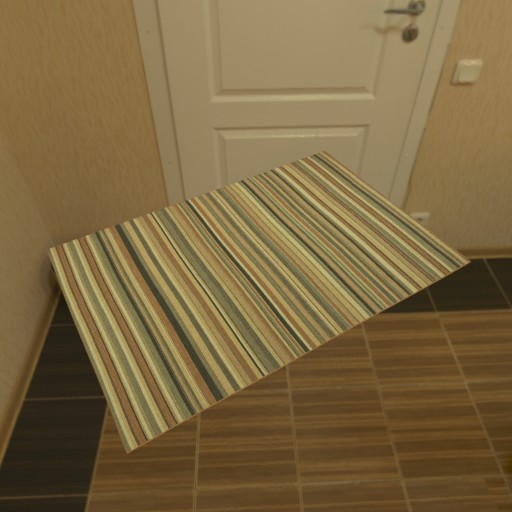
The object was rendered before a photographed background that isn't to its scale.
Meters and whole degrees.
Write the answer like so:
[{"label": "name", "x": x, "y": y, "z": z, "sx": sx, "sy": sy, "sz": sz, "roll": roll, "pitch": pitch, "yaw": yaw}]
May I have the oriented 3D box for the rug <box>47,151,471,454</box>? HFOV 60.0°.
[{"label": "rug", "x": 0.000, "y": 0.000, "z": 2.286, "sx": 1.829, "sy": 0.008, "sz": 1.219, "roll": -23, "pitch": 50, "yaw": -22}]
